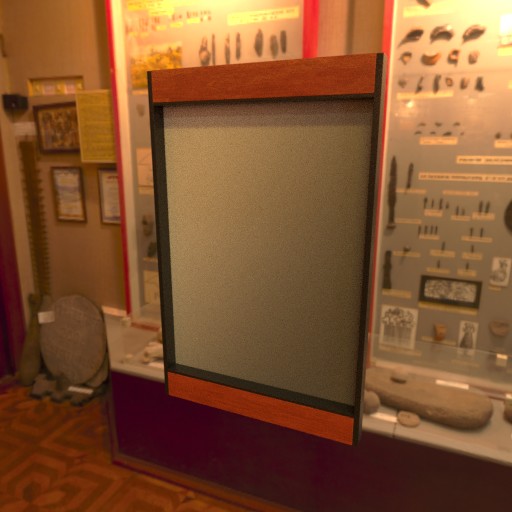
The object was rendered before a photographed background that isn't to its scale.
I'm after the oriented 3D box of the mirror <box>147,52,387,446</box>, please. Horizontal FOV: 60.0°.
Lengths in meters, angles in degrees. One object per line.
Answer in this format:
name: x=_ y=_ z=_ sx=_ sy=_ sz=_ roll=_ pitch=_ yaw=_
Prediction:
mirror: x=0.000 y=0.000 z=1.024 sx=0.525 sy=0.823 sz=0.047 roll=6 pitch=16 yaw=24
